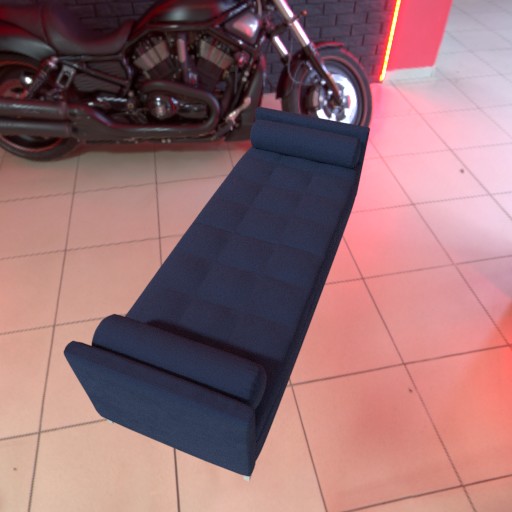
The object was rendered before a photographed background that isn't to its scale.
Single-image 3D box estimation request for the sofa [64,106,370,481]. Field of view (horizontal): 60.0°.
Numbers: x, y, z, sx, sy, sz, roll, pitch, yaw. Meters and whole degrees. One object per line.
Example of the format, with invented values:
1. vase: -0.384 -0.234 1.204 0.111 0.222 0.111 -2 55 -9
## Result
1. sofa: 0.000 0.000 2.482 0.797 0.657 2.102 16 48 15
